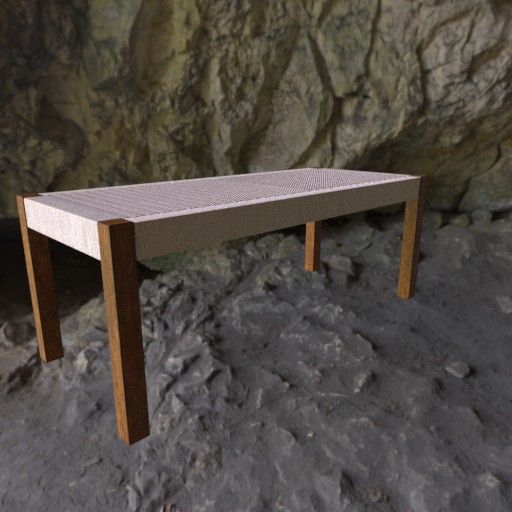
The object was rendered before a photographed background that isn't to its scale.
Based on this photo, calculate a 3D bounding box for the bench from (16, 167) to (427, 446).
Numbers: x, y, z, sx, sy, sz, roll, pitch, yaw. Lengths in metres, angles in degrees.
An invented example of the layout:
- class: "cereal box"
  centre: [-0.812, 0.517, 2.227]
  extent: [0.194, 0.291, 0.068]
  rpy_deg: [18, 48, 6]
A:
- class: "bench"
  centre: [0.000, 0.000, 1.408]
  extent: [1.198, 0.457, 0.507]
  rpy_deg: [-15, 22, -42]
